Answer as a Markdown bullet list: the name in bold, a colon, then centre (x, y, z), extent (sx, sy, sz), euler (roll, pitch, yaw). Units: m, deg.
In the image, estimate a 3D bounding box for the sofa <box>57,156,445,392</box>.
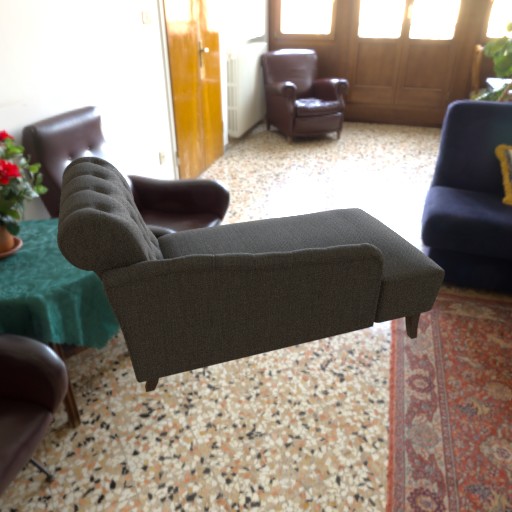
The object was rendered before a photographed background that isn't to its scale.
- **sofa**: centre (0.000, 0.000, 1.822), extent (1.379, 0.787, 0.675), euler (-10, 31, -16)
